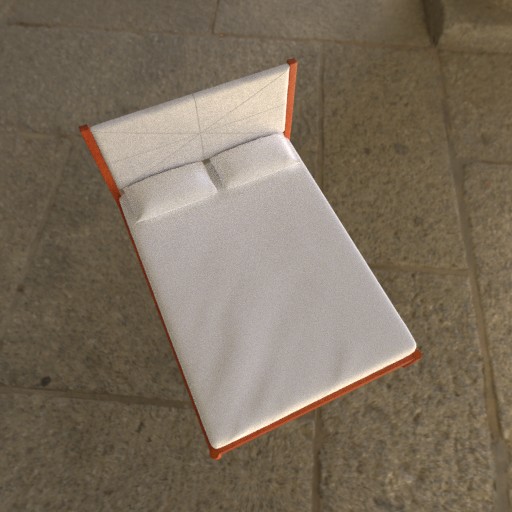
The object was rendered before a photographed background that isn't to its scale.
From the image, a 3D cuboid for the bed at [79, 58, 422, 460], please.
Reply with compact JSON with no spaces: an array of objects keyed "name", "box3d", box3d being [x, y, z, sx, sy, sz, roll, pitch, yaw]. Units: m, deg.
[{"name":"bed","box3d":[0.000,0.000,3.089,1.566,1.165,2.117,-22,65,-11]}]
